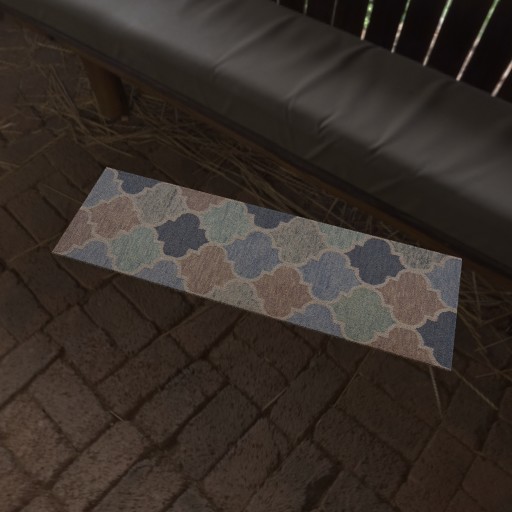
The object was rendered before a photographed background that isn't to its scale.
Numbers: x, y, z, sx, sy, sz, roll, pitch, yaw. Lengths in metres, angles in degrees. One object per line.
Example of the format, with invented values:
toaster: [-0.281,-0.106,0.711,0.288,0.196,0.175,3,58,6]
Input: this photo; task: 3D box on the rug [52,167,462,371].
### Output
rug: [0.000,0.000,2.580,2.287,0.011,0.687,15,61,9]
